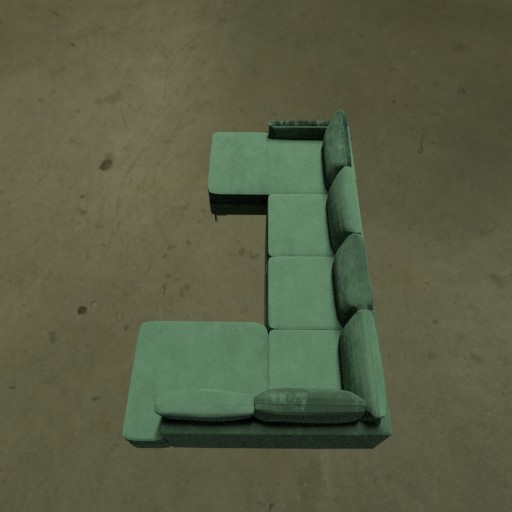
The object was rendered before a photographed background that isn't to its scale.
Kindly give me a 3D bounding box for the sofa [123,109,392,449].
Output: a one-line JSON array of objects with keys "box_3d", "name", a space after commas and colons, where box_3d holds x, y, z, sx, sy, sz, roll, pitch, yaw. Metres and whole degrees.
[{"box_3d": [0.000, 0.000, 4.354, 2.055, 0.992, 3.434, 1, 58, 0], "name": "sofa"}]
